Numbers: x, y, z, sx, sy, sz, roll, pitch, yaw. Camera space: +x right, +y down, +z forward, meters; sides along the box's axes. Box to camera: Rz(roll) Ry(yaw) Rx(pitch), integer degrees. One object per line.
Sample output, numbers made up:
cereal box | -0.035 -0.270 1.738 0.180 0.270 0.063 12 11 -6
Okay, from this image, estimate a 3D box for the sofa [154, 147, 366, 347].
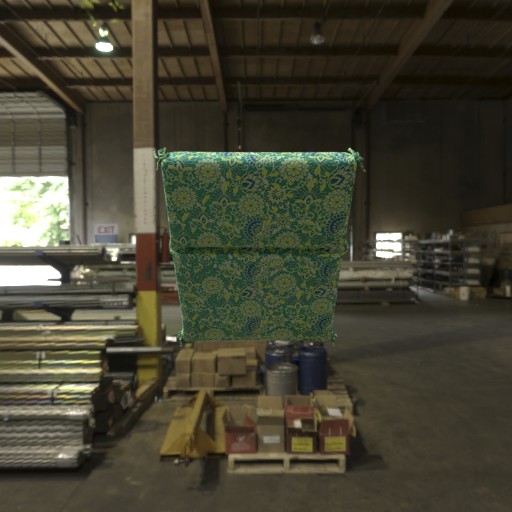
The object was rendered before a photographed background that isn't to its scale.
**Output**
sofa | 0.000 0.000 1.968 0.582 0.622 1.663 0 1 -1
